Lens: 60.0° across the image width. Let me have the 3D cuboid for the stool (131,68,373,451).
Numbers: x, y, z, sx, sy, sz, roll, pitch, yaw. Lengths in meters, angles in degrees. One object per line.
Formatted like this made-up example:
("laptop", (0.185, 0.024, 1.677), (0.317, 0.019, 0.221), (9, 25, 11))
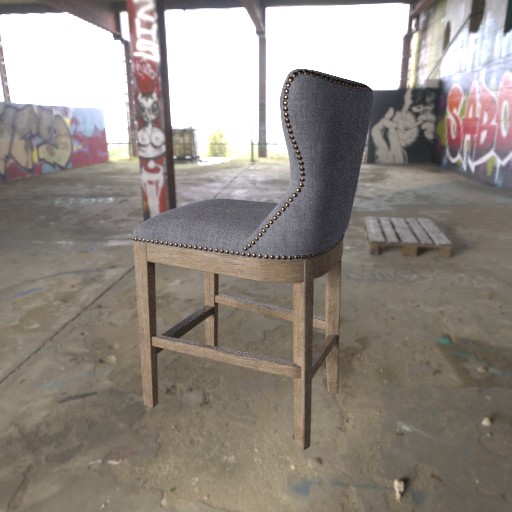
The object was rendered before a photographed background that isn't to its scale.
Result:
("stool", (0.000, 0.000, 1.324), (0.608, 0.981, 0.498), (8, 19, 25))
